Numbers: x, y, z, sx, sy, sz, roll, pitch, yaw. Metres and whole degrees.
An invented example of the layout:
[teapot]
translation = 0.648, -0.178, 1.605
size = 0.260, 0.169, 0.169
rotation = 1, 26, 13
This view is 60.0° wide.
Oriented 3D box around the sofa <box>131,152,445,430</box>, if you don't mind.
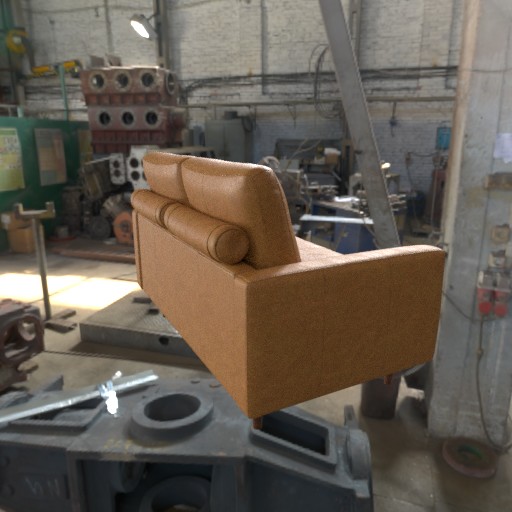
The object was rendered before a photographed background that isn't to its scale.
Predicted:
[sofa]
translation = 0.000, 0.000, 2.023
size = 0.868, 0.898, 1.430
rotation = -8, 17, -27
